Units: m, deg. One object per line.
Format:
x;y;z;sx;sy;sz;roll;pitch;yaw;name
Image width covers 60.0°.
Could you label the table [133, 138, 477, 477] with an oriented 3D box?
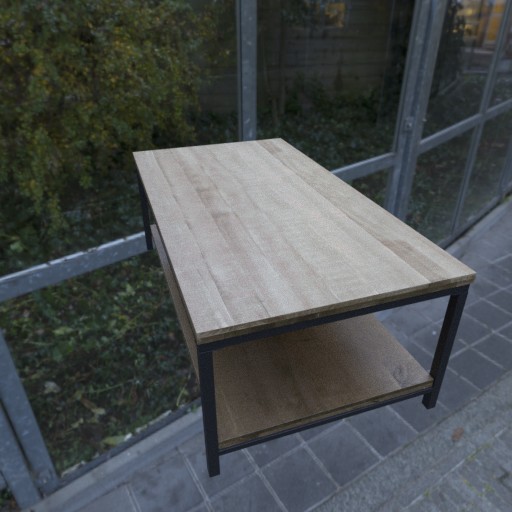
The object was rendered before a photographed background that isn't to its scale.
0.000;0.000;1.343;0.574;0.393;1.062;-10;31;-16;table
